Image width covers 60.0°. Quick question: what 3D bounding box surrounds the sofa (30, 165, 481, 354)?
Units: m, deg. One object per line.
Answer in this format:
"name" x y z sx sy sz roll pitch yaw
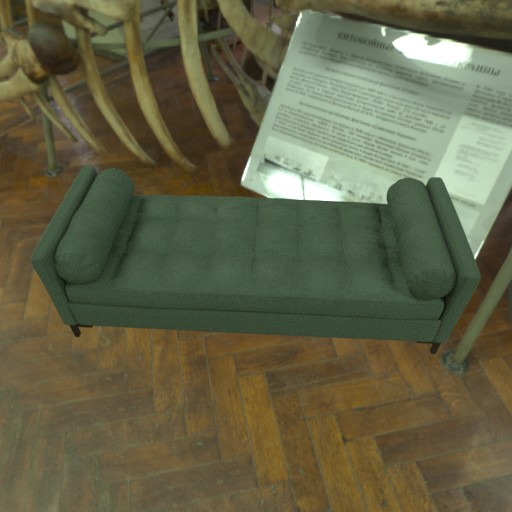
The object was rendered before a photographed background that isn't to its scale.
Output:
"sofa" 0.000 0.000 2.534 2.130 0.681 0.817 2 46 2
